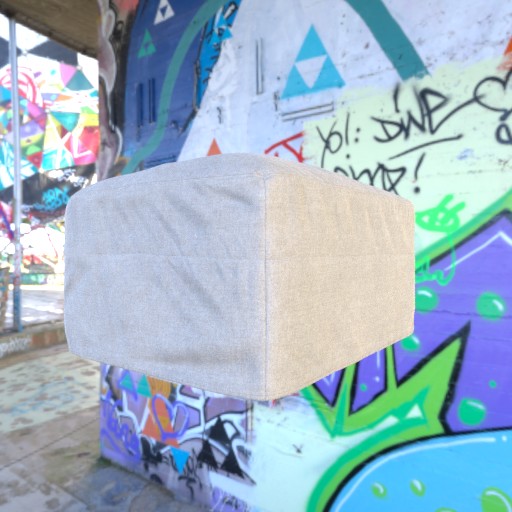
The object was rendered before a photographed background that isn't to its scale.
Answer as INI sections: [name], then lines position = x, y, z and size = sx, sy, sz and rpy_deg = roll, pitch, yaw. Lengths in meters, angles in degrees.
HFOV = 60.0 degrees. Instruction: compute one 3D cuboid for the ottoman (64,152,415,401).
[ottoman]
position = 0.000, 0.000, 1.257
size = 0.683, 0.481, 0.837
rpy_deg = 1, 1, 37
